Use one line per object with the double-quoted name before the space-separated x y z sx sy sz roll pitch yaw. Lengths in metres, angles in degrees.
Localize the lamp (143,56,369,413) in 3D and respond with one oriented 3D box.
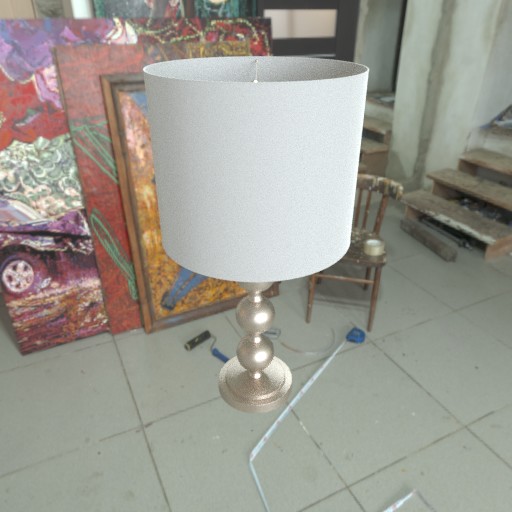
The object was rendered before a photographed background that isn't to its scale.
"lamp" 0.000 0.000 0.680 0.277 0.538 0.277 18 34 29
